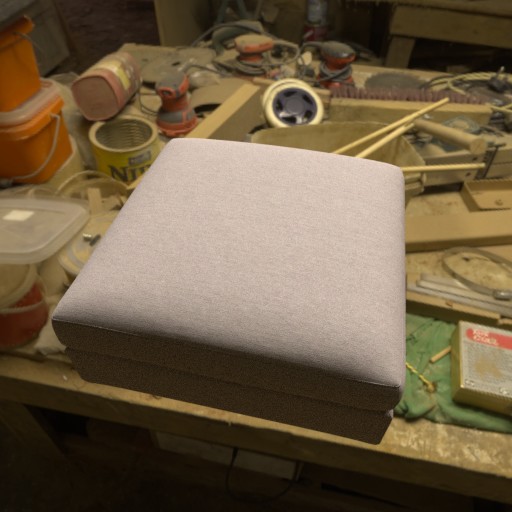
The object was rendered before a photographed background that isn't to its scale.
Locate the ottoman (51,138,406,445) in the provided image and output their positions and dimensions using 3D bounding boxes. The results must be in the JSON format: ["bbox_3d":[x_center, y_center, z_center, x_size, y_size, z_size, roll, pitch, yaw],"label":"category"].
[{"bbox_3d":[0.000,0.000,1.639,1.041,0.470,1.041,9,47,9],"label":"ottoman"}]
